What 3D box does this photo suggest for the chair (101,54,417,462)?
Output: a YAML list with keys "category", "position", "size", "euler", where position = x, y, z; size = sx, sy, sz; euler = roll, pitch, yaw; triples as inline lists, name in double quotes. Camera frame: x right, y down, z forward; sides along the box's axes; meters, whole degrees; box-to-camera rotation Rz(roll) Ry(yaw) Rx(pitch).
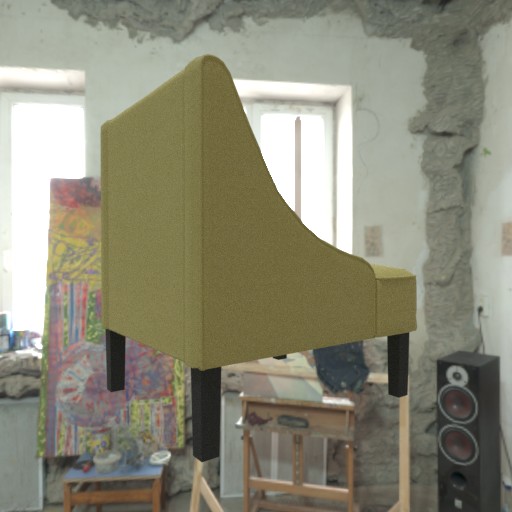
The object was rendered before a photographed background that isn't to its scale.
- category: "chair"
  position: [0.000, 0.000, 1.458]
  size: [0.814, 0.896, 0.696]
  euler: [-1, 1, -37]
